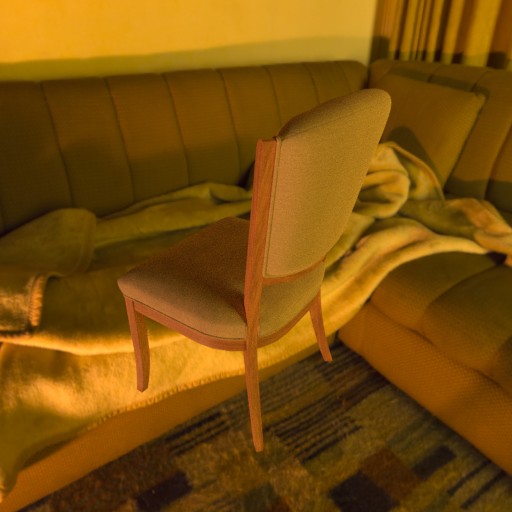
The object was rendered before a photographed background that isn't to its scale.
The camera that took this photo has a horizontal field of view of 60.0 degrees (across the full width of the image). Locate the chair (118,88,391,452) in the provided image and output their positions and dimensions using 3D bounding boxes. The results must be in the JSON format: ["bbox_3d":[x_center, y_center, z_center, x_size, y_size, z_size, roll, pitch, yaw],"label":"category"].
[{"bbox_3d":[0.000,0.000,1.224,0.584,0.905,0.513,18,34,30],"label":"chair"}]
